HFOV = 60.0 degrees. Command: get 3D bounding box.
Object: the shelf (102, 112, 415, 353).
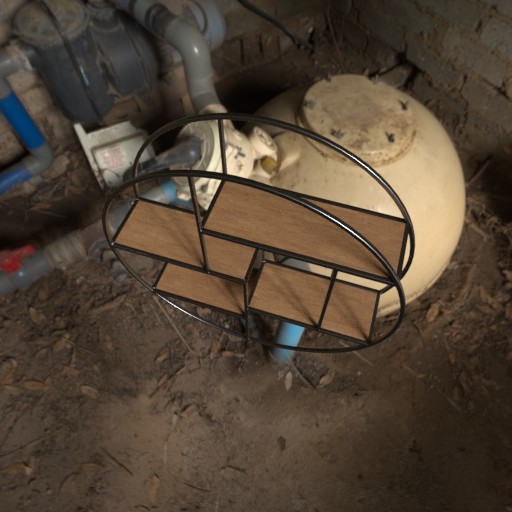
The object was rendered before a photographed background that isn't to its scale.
[{"bbox_3d":[0.000,0.000,1.339,0.888,0.888,0.202,15,59,9],"label":"shelf"}]
